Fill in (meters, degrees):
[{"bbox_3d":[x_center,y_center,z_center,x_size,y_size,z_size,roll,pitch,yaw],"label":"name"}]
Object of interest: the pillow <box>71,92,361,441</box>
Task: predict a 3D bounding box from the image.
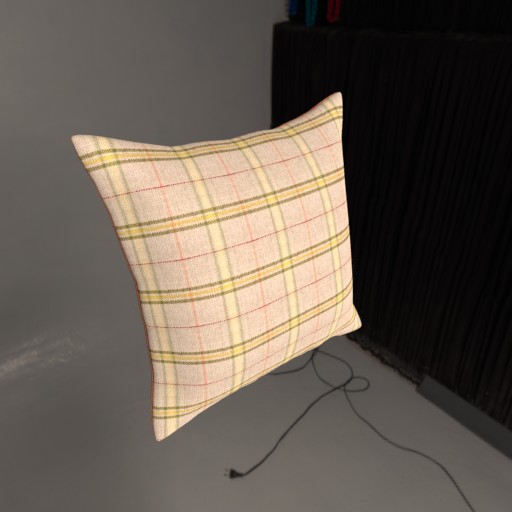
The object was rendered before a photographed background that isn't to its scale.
[{"bbox_3d":[0.000,0.000,0.697,0.453,0.430,0.200,-21,36,-32],"label":"pillow"}]
